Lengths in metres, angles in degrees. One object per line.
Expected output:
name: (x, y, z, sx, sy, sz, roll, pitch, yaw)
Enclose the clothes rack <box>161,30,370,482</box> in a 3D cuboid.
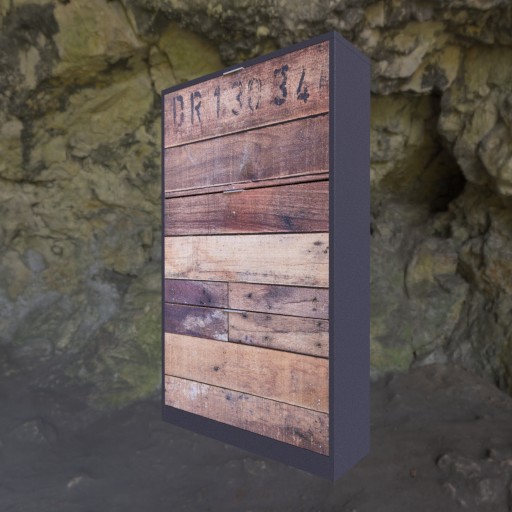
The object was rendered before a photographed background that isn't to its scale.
clothes rack: (0.000, 0.000, 1.578, 0.750, 1.280, 0.250, 0, 0, 38)
